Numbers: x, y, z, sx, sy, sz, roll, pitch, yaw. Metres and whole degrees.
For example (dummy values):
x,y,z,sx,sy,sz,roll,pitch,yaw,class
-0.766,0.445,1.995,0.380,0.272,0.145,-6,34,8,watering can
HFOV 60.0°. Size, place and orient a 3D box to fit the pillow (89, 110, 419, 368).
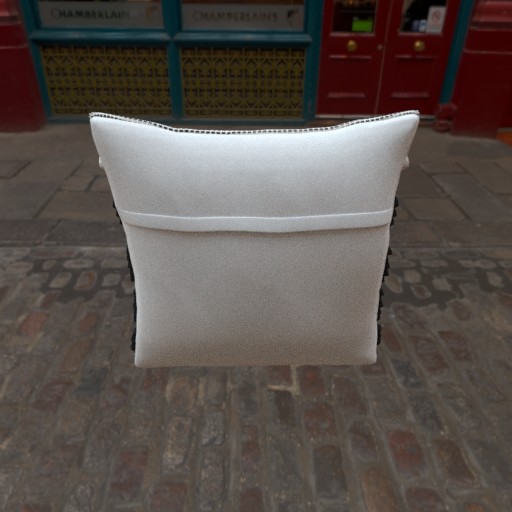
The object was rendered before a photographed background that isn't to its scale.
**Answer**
x,y,z,sx,sy,sz,roll,pitch,yaw,class
0.000,0.000,0.688,0.436,0.438,0.156,-1,30,-1,pillow
